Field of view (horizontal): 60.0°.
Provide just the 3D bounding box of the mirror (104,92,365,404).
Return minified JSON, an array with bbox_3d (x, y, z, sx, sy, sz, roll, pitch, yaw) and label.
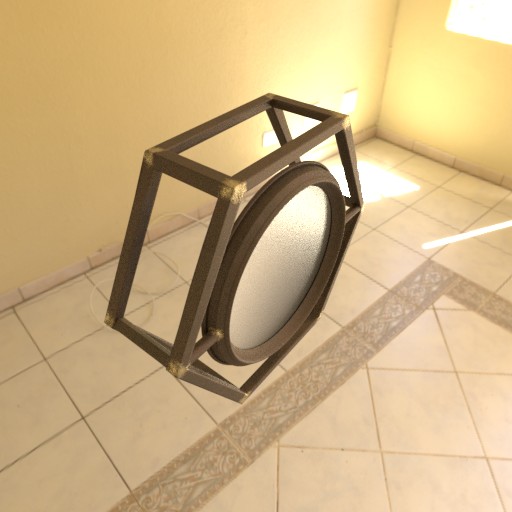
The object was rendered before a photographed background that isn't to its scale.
[{"bbox_3d":[0.000,0.000,0.566,0.119,0.334,0.380,27,47,29],"label":"mirror"}]
